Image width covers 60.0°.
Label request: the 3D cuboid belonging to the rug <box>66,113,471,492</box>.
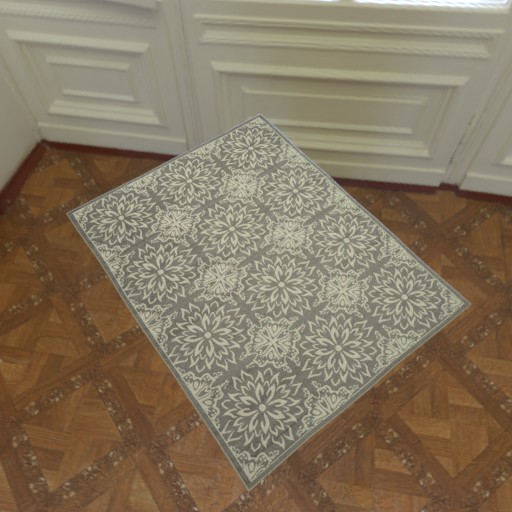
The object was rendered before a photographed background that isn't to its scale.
[{"bbox_3d":[0.000,0.000,4.034,2.363,0.012,2.980,-33,64,-18],"label":"rug"}]
